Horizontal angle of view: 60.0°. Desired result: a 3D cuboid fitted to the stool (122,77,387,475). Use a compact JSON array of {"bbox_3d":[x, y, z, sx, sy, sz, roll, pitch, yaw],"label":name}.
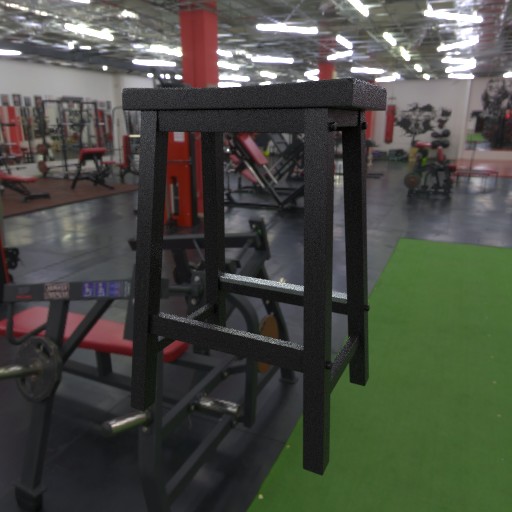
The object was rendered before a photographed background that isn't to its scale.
[{"bbox_3d":[0.000,0.000,0.858,0.406,0.610,0.322,8,19,26],"label":"stool"}]
